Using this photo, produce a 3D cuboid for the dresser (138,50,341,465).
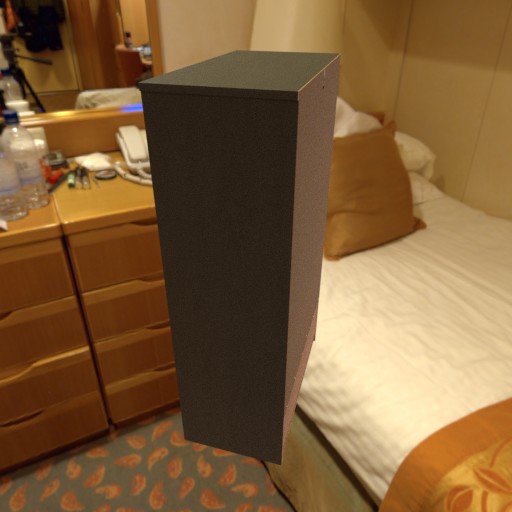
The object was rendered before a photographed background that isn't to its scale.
[{"bbox_3d":[0.000,0.000,1.573,0.399,1.255,0.704,9,32,14],"label":"dresser"}]
